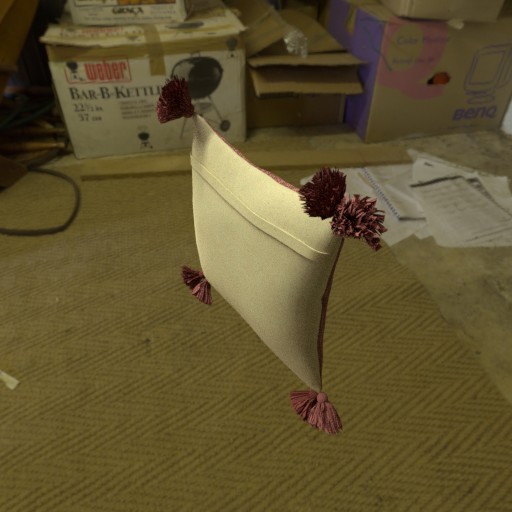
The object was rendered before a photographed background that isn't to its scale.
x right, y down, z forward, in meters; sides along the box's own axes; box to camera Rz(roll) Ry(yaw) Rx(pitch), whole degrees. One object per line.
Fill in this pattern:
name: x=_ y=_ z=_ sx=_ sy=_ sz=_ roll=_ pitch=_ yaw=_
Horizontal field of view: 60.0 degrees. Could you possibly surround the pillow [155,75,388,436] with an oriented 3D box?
pillow: x=0.000 y=0.000 z=0.965 sx=0.138 sy=0.659 sz=0.641 roll=-25 pitch=47 yaw=-26
